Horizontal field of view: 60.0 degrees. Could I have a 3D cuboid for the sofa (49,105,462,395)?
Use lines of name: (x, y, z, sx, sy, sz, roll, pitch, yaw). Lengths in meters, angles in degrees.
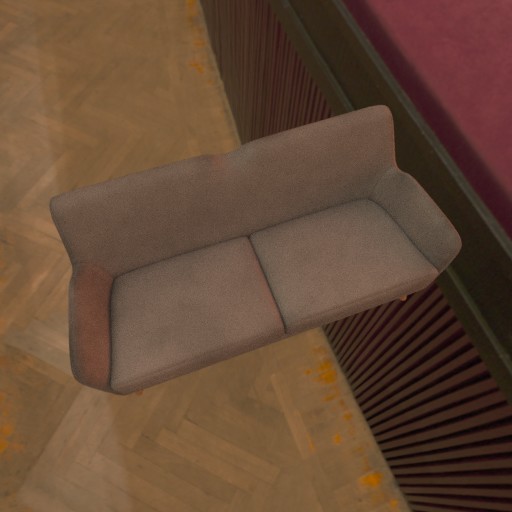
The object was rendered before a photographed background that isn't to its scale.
sofa: (0.000, 0.000, 2.263, 1.870, 0.810, 0.850, -18, 64, -9)
